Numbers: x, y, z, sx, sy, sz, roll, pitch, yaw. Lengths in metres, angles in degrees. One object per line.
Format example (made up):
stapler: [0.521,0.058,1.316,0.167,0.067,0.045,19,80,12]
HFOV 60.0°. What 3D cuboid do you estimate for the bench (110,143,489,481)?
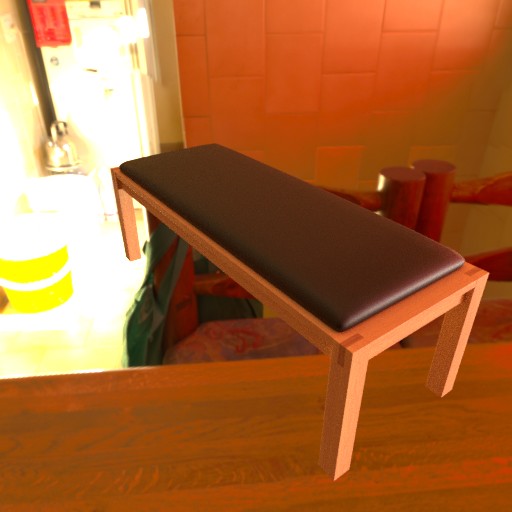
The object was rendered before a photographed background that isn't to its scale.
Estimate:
bench: [0.000,0.000,1.406,0.450,0.430,1.202,-20,36,-30]
